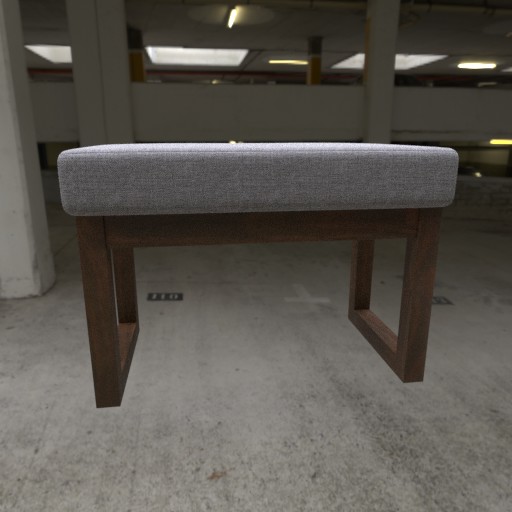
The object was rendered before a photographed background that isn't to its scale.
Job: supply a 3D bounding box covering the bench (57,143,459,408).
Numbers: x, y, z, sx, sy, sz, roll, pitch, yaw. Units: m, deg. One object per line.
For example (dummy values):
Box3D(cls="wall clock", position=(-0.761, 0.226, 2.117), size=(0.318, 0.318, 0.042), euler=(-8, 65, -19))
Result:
Box3D(cls="bench", position=(0.000, 0.000, 0.957), size=(0.681, 0.467, 0.366), euler=(-2, 16, -8))
